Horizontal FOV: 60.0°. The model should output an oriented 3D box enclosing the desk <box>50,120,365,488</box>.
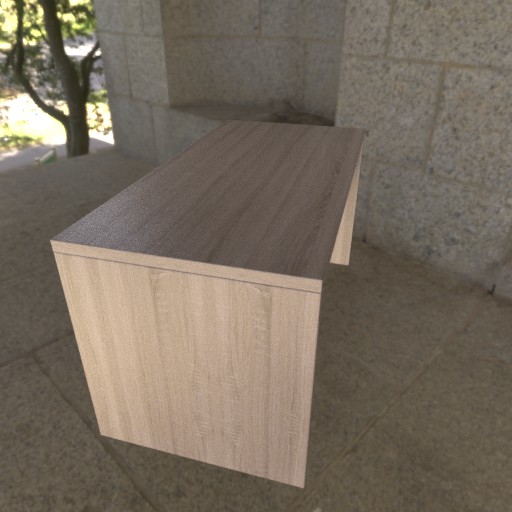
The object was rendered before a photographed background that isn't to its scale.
[{"bbox_3d":[0.000,0.000,1.799,0.690,0.745,1.380,8,31,14],"label":"desk"}]
